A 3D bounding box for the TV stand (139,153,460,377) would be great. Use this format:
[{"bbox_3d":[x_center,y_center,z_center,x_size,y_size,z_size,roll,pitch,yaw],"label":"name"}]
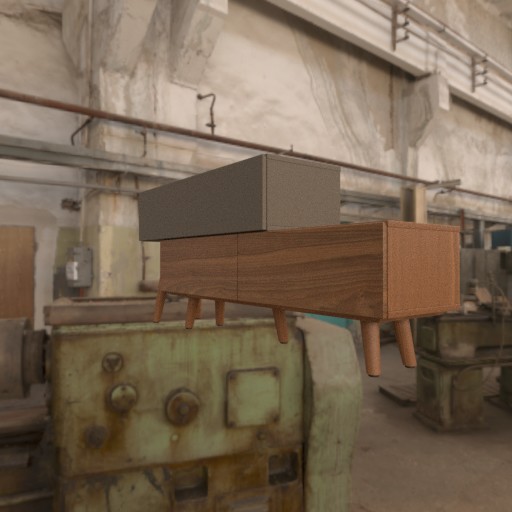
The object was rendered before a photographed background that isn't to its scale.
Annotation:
[{"bbox_3d":[0.000,0.000,1.574,0.329,0.591,1.336,0,-1,-37],"label":"TV stand"}]
